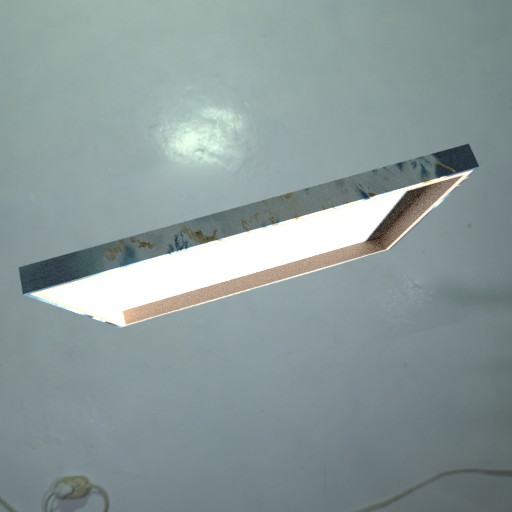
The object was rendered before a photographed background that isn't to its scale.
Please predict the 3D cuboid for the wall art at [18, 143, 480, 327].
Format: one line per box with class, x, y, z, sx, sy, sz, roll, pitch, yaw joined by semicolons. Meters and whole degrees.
wall art;0.000;0.000;0.766;0.607;0.405;0.036;-16;76;-4
